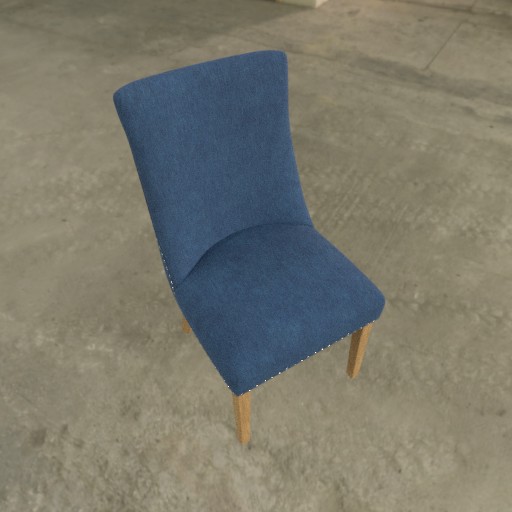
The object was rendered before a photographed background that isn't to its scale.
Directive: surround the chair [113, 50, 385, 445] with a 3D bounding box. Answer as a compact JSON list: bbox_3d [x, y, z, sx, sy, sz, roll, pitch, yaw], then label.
[{"bbox_3d":[0.000,0.000,1.269,0.495,0.902,0.610,-24,50,-21],"label":"chair"}]
